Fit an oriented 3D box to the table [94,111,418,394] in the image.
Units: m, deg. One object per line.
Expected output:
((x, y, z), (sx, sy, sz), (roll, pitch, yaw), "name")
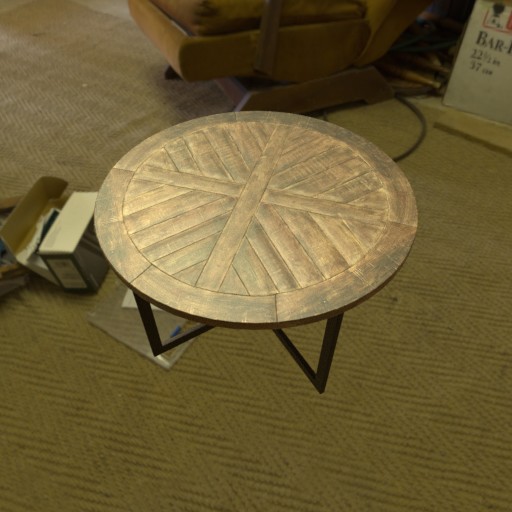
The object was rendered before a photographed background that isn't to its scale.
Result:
((0.000, 0.000, 2.055), (1.264, 0.762, 1.264), (0, 47, 0), "table")
